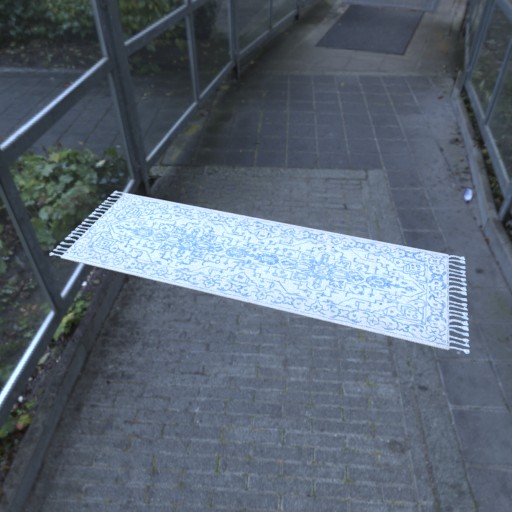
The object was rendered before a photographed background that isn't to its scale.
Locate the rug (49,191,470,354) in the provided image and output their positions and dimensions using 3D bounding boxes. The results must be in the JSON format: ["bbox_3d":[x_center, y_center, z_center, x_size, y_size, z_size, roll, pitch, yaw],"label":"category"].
[{"bbox_3d":[0.000,0.000,2.726,2.449,0.011,0.774,12,42,14],"label":"rug"}]
